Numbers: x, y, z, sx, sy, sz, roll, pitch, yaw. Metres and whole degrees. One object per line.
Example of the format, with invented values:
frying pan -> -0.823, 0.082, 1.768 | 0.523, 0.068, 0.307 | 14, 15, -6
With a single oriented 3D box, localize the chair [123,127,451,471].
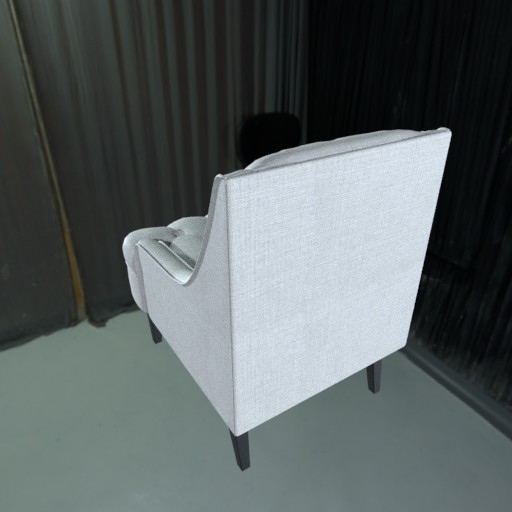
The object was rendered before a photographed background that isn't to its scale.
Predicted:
chair -> 0.000, 0.000, 1.408 | 0.658, 0.891, 0.772 | -18, 34, -28
